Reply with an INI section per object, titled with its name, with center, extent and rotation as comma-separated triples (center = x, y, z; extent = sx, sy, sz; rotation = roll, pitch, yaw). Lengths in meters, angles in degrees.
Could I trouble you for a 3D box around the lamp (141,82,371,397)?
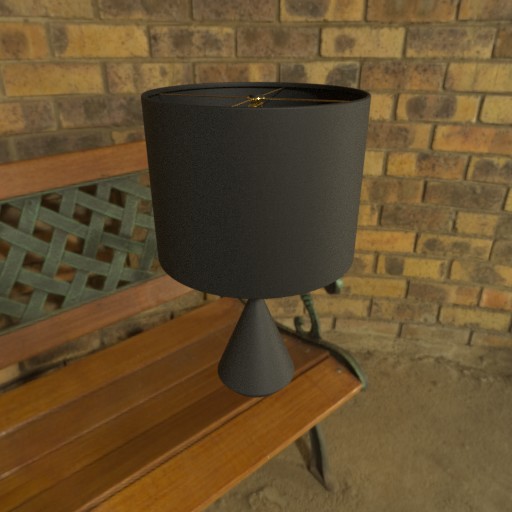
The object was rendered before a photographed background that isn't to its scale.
[lamp]
center = 0.000, 0.000, 0.836
extent = 0.359, 0.584, 0.359
rotation = 8, 27, 16
